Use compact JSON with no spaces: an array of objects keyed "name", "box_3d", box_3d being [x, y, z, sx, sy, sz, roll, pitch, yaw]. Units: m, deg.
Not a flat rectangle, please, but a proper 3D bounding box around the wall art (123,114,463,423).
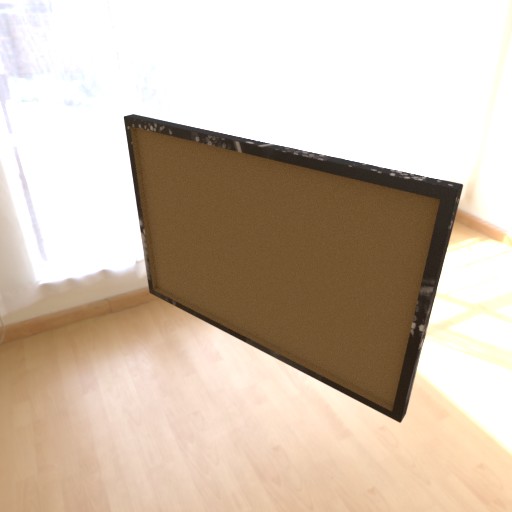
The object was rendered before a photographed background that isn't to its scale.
[{"name":"wall art","box_3d":[0.000,0.000,1.180,0.914,0.609,0.038,21,36,31]}]
